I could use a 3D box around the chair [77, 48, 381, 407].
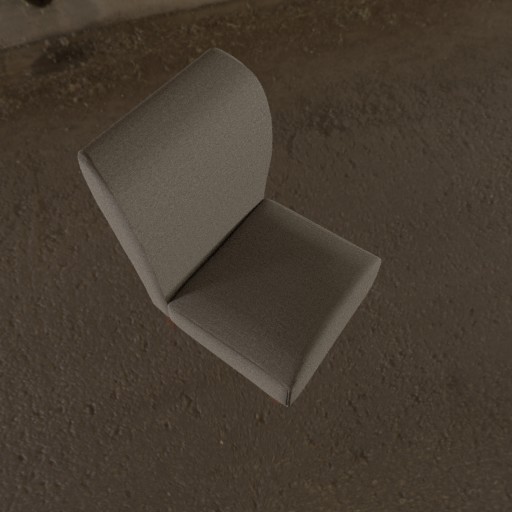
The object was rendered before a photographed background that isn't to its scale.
[{"bbox_3d":[0.000,0.000,1.224,0.592,0.804,0.513,31,64,17],"label":"chair"}]
